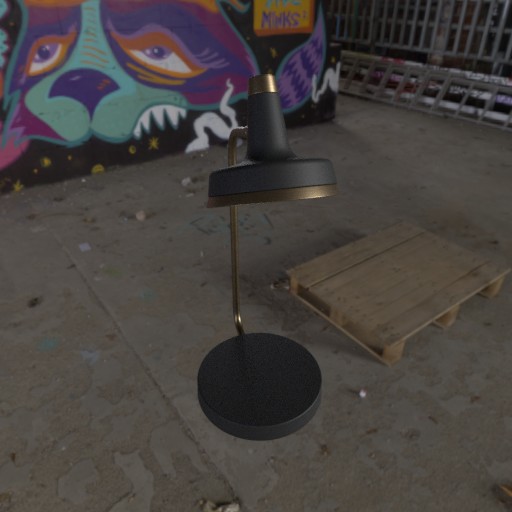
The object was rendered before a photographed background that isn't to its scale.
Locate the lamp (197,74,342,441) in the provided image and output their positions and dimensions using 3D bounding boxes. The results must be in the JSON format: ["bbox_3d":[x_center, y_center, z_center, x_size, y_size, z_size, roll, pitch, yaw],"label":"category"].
[{"bbox_3d":[0.000,0.000,0.493,0.162,0.385,0.218,-9,33,-14],"label":"lamp"}]
